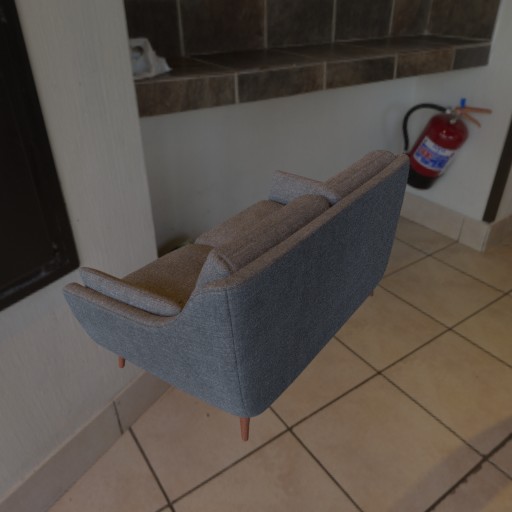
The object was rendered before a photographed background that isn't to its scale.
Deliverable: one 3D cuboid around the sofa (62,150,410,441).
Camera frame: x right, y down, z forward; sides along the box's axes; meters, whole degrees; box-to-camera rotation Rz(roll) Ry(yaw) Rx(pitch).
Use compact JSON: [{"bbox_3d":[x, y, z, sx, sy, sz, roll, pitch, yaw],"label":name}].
[{"bbox_3d":[0.000,0.000,2.267,0.976,0.887,1.646,21,37,31],"label":"sofa"}]
